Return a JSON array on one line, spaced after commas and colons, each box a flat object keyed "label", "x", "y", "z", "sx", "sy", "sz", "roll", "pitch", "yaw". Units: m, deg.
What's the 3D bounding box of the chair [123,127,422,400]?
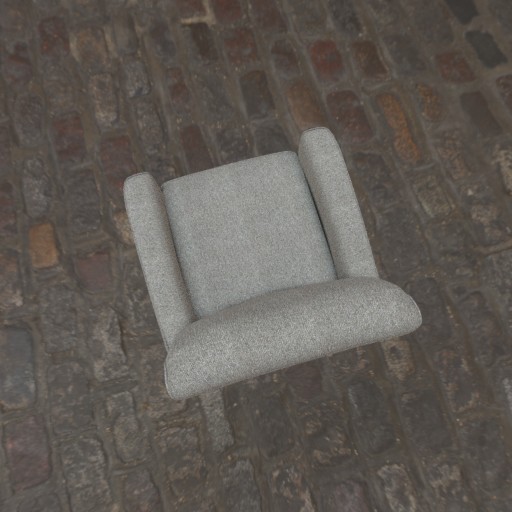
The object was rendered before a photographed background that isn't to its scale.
[{"label": "chair", "x": 0.000, "y": 0.000, "z": 1.677, "sx": 0.841, "sy": 1.028, "sz": 0.858, "roll": -16, "pitch": 75, "yaw": -4}]
